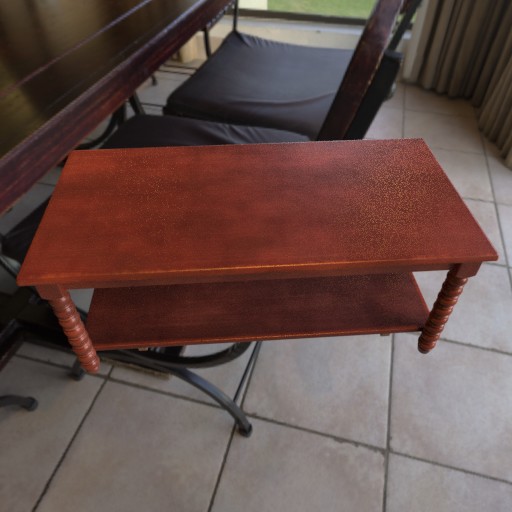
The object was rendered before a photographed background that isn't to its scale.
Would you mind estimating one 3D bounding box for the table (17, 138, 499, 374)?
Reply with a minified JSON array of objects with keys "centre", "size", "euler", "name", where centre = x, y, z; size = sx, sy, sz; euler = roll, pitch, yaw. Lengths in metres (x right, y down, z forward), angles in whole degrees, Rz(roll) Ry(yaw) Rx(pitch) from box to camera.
[{"centre":[0.000,0.000,1.434],"size":[1.171,0.485,0.580],"euler":[-3,45,-3],"name":"table"}]
